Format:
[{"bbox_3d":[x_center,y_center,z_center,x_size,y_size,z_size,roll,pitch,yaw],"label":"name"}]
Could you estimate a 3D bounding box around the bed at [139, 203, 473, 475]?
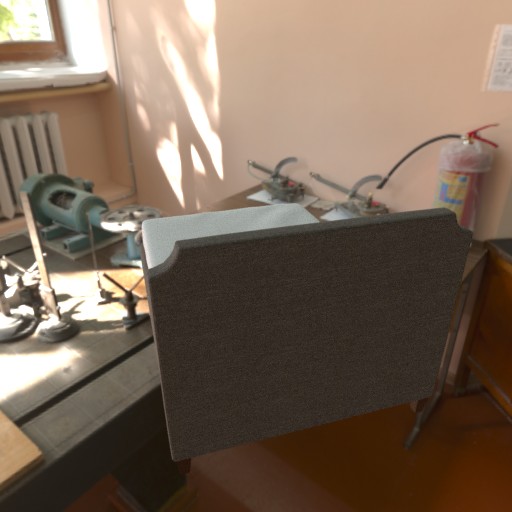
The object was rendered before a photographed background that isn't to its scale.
[{"bbox_3d":[0.000,0.000,3.429,1.713,1.457,2.381,-8,28,-15],"label":"bed"}]
